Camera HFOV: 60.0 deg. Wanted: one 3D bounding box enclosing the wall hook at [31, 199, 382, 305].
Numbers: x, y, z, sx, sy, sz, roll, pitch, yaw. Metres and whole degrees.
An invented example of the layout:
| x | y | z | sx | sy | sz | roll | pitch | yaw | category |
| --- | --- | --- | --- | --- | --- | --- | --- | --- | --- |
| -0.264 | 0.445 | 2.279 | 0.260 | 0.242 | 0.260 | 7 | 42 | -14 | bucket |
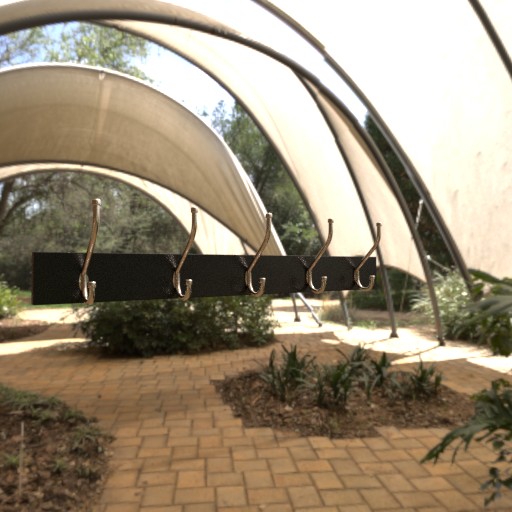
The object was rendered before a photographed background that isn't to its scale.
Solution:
| x | y | z | sx | sy | sz | roll | pitch | yaw | category |
| --- | --- | --- | --- | --- | --- | --- | --- | --- | --- |
| 0.000 | 0.000 | 0.638 | 0.571 | 0.117 | 0.071 | 1 | -1 | -35 | wall hook |
